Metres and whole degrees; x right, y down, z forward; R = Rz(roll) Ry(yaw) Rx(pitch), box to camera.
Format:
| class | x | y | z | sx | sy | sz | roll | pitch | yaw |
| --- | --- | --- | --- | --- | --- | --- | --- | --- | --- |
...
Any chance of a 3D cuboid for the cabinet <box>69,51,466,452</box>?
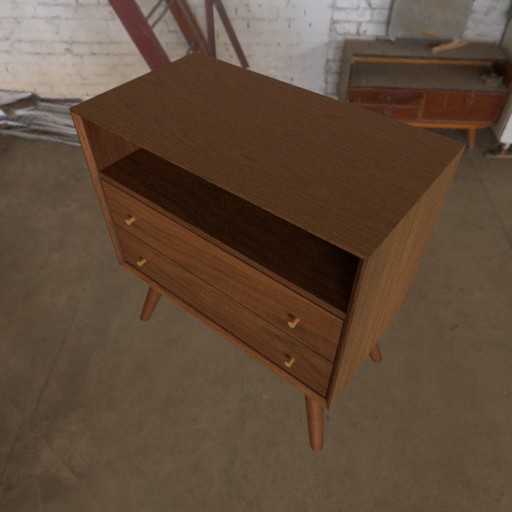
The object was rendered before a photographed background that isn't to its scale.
| class | x | y | z | sx | sy | sz | roll | pitch | yaw |
| --- | --- | --- | --- | --- | --- | --- | --- | --- | --- |
| cabinet | 0.000 | 0.000 | 1.153 | 0.712 | 0.748 | 0.388 | 30 | 53 | 26 |
